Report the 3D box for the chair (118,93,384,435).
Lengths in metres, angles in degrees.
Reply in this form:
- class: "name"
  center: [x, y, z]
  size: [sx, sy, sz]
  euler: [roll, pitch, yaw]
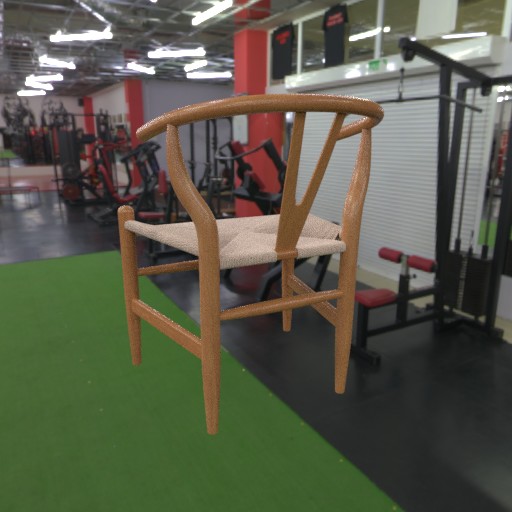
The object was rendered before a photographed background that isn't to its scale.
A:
- class: "chair"
  center: [0.000, 0.000, 1.127]
  size: [0.569, 0.730, 0.579]
  euler: [-8, 16, -27]
